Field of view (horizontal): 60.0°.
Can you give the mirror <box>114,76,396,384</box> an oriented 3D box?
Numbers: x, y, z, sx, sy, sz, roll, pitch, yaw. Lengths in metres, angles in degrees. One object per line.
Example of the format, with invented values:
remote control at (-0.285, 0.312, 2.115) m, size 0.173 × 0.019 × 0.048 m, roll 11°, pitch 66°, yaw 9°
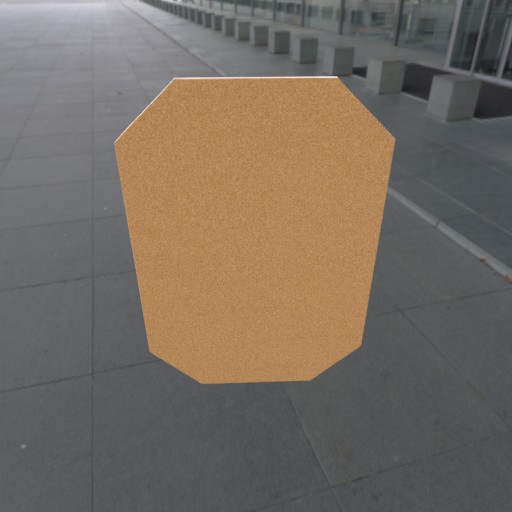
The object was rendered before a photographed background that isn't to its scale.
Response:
mirror at (0.000, 0.000, 1.330) m, size 0.709 × 1.015 × 0.061 m, roll -1°, pitch 32°, yaw -2°
